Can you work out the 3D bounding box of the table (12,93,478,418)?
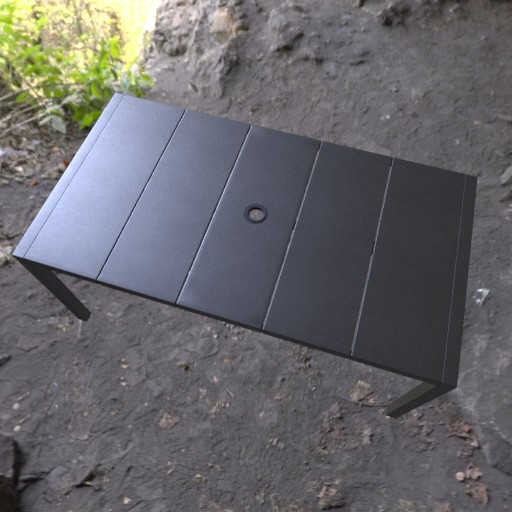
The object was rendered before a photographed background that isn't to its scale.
[{"bbox_3d":[0.000,0.000,2.108,1.680,0.735,0.914,15,63,8],"label":"table"}]
